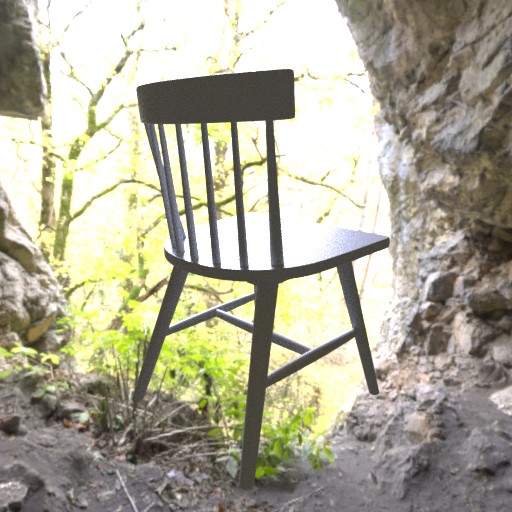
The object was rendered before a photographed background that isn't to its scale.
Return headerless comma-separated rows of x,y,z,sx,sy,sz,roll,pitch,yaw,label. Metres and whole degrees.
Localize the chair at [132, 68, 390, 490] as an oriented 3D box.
0.000,0.000,1.088,0.500,0.787,0.483,-15,22,-43,chair
